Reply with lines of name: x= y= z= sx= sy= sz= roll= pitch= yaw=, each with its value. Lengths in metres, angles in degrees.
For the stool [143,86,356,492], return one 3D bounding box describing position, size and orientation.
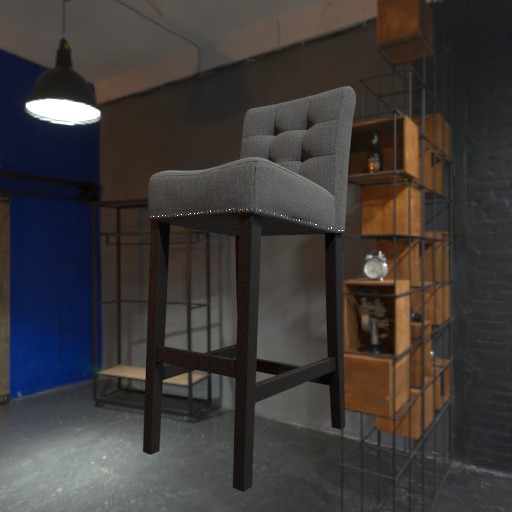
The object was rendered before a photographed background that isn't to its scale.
stool: x=0.000 y=0.000 z=1.296 sx=0.411 sy=1.047 sz=0.548 roll=0 pitch=0 yaw=36
